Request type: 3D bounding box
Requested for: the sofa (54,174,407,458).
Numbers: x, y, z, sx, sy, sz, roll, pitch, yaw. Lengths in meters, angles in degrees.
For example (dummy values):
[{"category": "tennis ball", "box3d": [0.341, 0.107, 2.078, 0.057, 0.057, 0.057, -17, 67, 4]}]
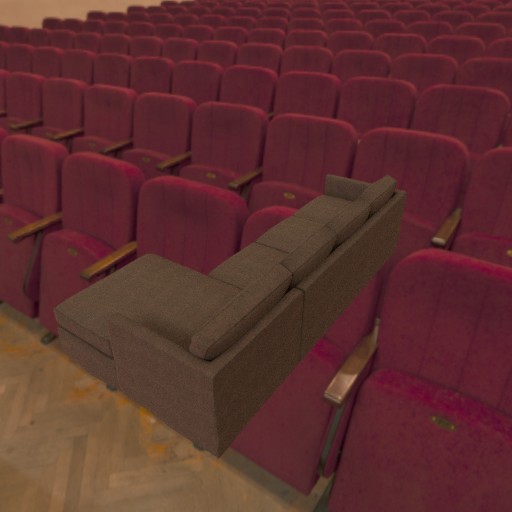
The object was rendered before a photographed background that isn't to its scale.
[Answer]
[{"category": "sofa", "box3d": [0.000, 0.000, 4.070, 1.650, 0.922, 3.205, 20, 37, 29]}]
